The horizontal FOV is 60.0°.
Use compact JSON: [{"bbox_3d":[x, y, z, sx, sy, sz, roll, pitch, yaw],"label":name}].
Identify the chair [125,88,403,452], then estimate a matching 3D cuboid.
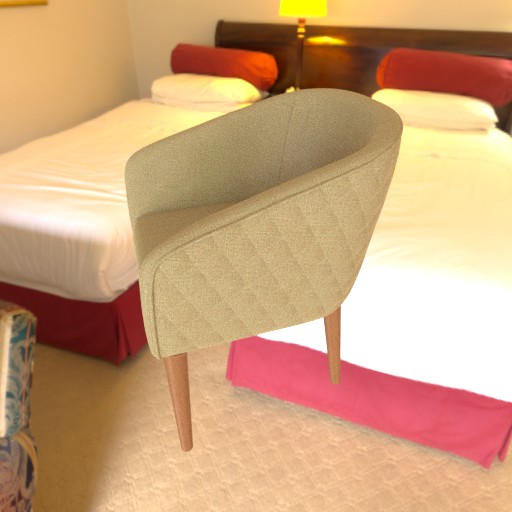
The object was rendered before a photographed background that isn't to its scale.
[{"bbox_3d":[0.000,0.000,1.182,0.616,0.775,0.584,-9,33,-14],"label":"chair"}]
